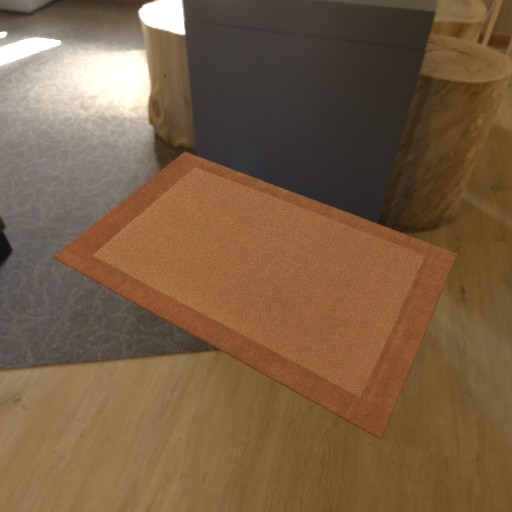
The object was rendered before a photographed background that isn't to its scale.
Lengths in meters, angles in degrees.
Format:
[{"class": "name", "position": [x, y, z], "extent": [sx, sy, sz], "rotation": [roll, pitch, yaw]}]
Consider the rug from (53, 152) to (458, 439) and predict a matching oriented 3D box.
[{"class": "rug", "position": [0.000, 0.000, 3.142], "extent": [2.438, 0.014, 1.524], "rotation": [24, 52, 21]}]
